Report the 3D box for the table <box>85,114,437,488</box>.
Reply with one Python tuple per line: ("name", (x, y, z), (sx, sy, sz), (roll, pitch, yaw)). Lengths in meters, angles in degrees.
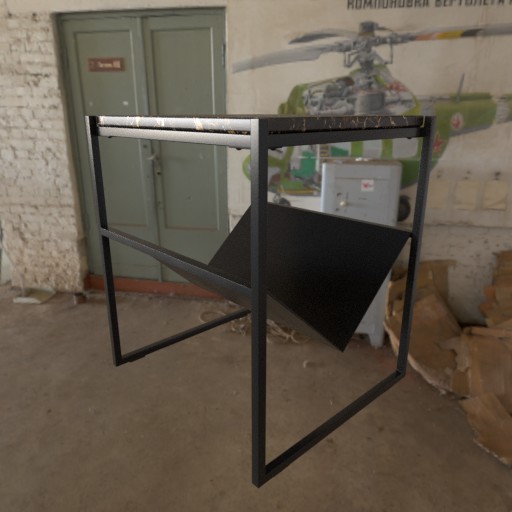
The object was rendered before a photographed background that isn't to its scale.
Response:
("table", (0.000, 0.000, 0.883), (0.432, 0.534, 0.469), (-16, 24, -41))
